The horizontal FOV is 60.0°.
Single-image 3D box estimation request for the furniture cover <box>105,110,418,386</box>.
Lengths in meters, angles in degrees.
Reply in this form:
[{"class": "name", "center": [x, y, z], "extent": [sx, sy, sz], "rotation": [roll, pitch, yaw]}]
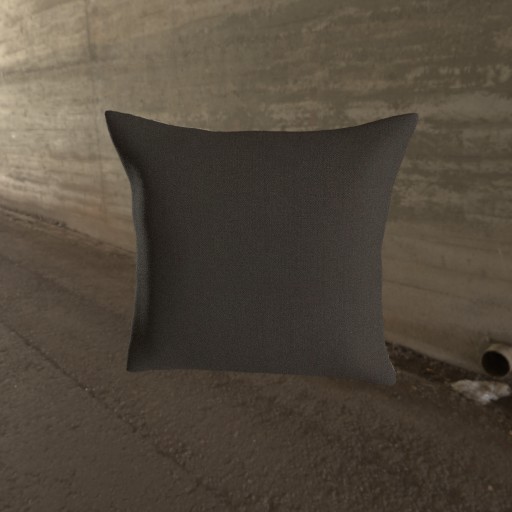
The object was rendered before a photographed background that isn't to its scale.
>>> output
[{"class": "furniture cover", "center": [0.000, 0.000, 0.793], "extent": [0.525, 0.498, 0.180], "rotation": [2, 16, 7]}]
